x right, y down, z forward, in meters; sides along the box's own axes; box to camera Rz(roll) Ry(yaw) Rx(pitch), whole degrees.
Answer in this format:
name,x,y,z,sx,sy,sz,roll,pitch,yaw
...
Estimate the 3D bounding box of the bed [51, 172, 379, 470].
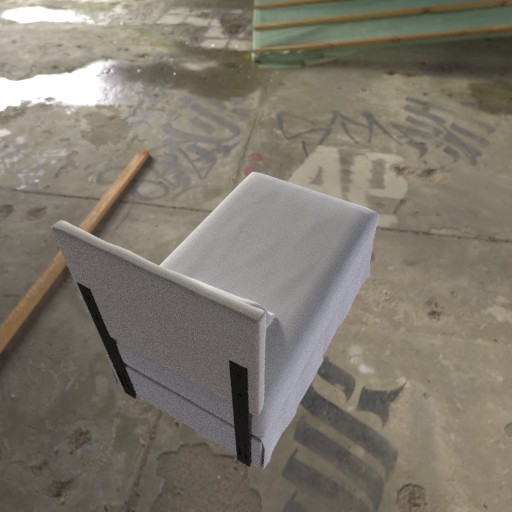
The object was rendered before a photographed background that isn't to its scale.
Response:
name,x,y,z,sx,sy,sz,roll,pitch,yaw
bed,0.000,0.000,3.045,1.261,1.571,1.997,22,50,20
